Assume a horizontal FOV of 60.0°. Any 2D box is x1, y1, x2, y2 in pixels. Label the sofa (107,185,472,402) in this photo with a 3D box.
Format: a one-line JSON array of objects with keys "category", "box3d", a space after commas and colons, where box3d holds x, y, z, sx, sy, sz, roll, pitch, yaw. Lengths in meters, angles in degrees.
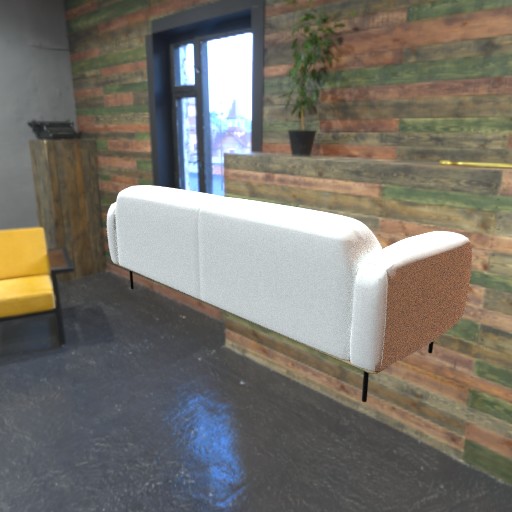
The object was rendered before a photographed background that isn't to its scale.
[{"category": "sofa", "box3d": [0.000, 0.000, 2.692, 0.870, 0.780, 2.280, -15, 21, -42]}]
